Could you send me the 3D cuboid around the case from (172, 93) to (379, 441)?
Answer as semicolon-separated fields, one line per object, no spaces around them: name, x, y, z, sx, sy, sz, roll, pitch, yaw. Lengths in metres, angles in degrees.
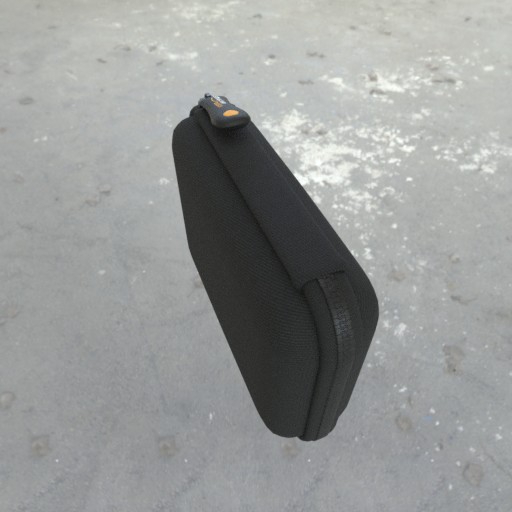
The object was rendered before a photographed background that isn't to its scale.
case;0.000;0.000;0.182;0.038;0.105;0.132;-17;51;-15
